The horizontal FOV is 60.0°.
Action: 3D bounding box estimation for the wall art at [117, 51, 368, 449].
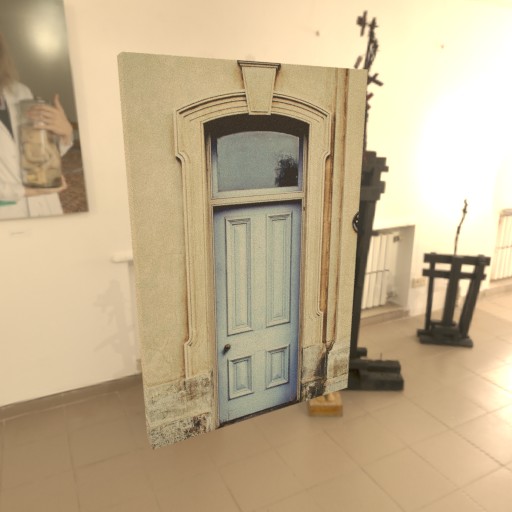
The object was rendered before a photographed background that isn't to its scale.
[{"bbox_3d":[0.000,0.000,0.755,0.403,0.607,0.036,-8,18,-26],"label":"wall art"}]
